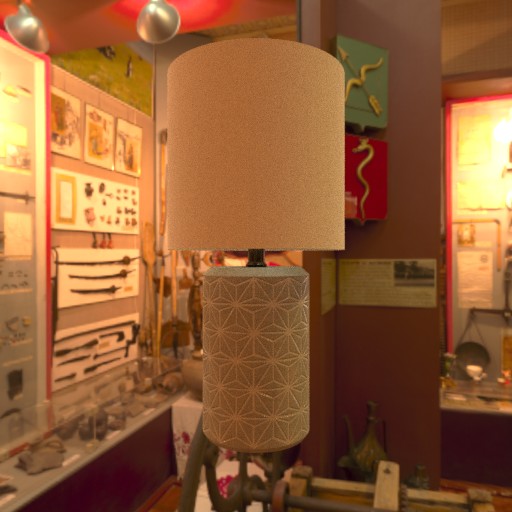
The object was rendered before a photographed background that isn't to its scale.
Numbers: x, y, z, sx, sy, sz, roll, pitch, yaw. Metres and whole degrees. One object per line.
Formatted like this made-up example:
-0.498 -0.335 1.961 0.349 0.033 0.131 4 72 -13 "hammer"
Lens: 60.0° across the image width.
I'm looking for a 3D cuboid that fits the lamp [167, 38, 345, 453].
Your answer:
0.000 0.000 0.526 0.206 0.416 0.206 0 0 19 "lamp"
